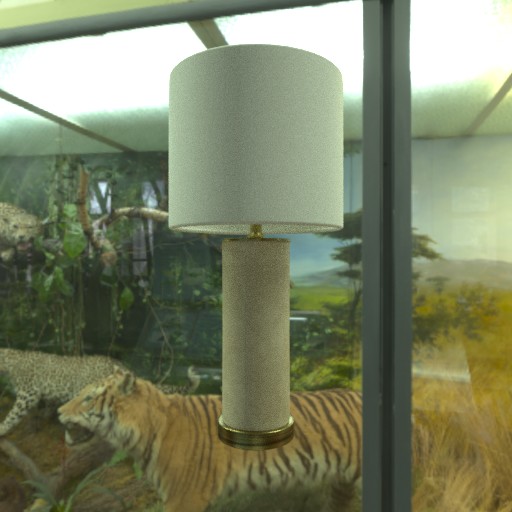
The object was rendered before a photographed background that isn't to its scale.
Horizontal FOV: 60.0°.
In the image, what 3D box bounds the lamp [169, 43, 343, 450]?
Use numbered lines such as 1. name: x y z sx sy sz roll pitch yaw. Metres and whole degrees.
1. lamp: 0.000 0.000 0.789 0.305 0.634 0.305 0 0 -18
